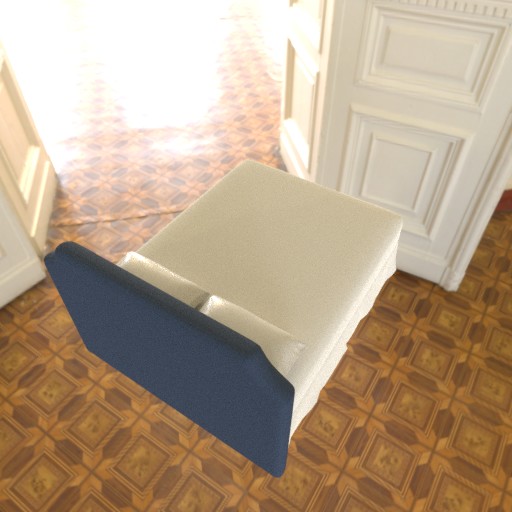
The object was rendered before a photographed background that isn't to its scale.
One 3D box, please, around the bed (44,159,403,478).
[{"bbox_3d":[0.000,0.000,3.446,1.831,1.297,2.260,25,51,22],"label":"bed"}]
